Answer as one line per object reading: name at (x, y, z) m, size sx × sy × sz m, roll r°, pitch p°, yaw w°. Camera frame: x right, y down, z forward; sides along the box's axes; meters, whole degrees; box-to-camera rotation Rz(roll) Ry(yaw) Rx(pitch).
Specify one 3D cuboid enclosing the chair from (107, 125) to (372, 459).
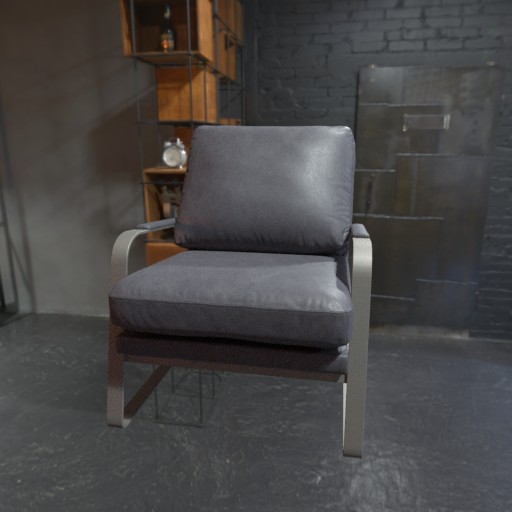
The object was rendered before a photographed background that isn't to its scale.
chair at (0.000, 0.000, 1.444) m, size 0.692 × 0.839 × 0.878 m, roll 3°, pitch 15°, yaw 11°
